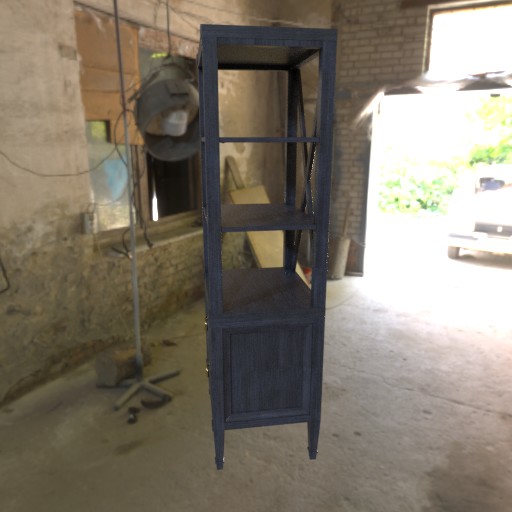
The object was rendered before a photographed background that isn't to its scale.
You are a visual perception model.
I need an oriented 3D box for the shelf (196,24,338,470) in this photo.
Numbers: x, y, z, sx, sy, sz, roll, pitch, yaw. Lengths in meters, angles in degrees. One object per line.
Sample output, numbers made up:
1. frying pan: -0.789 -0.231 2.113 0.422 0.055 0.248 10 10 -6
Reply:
1. shelf: 0.000 0.000 1.969 0.472 1.727 0.584 -2 15 -8
